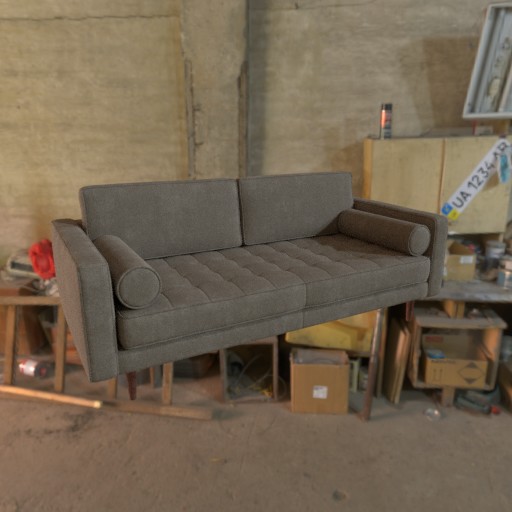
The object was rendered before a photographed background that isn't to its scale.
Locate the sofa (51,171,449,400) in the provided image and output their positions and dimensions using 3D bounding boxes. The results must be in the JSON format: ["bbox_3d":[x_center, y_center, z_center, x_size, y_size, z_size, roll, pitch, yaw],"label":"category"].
[{"bbox_3d":[0.000,0.000,2.300,1.883,0.769,0.920,-9,18,-28],"label":"sofa"}]
